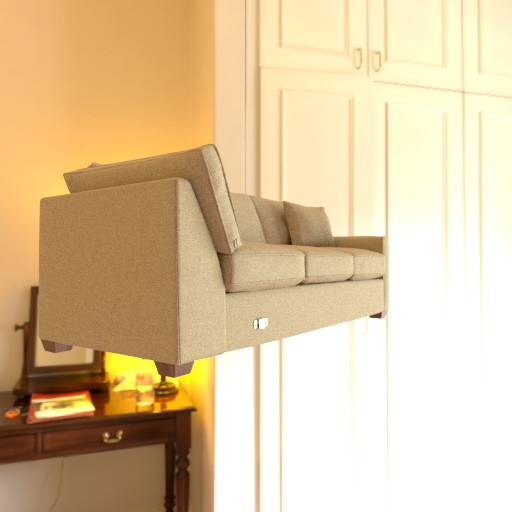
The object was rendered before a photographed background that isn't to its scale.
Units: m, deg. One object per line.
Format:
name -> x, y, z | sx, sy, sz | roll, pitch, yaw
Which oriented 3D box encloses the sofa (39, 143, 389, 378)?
sofa -> 0.000, 0.000, 2.853 | 1.061, 0.962, 2.317 | 0, -1, 36
